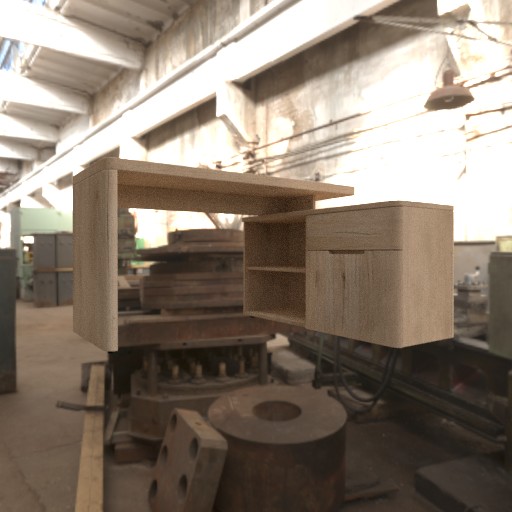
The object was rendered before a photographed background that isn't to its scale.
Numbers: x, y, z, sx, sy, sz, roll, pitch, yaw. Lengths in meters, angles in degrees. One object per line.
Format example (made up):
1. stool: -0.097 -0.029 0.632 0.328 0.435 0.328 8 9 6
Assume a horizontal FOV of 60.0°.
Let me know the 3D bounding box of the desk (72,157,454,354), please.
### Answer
1. desk: 0.000 0.000 2.094 1.400 0.770 1.175 0 1 -35
